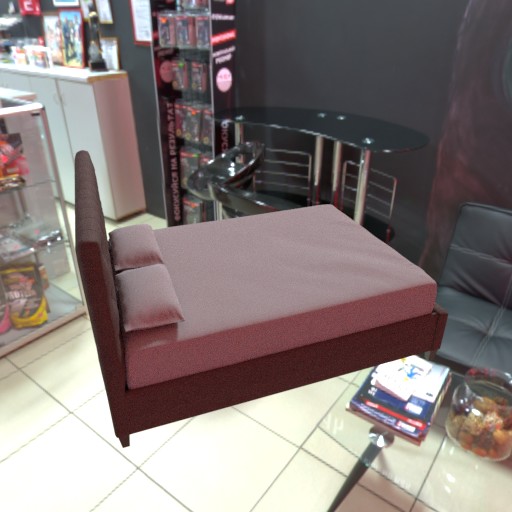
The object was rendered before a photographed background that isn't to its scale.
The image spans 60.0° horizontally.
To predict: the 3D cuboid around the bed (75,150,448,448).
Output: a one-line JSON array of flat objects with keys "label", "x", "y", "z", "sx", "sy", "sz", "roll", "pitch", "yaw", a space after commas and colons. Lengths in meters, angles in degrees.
[{"label": "bed", "x": 0.000, "y": 0.000, "z": 3.406, "sx": 2.387, "sy": 1.427, "sz": 1.698, "roll": -10, "pitch": 30, "yaw": -17}]
